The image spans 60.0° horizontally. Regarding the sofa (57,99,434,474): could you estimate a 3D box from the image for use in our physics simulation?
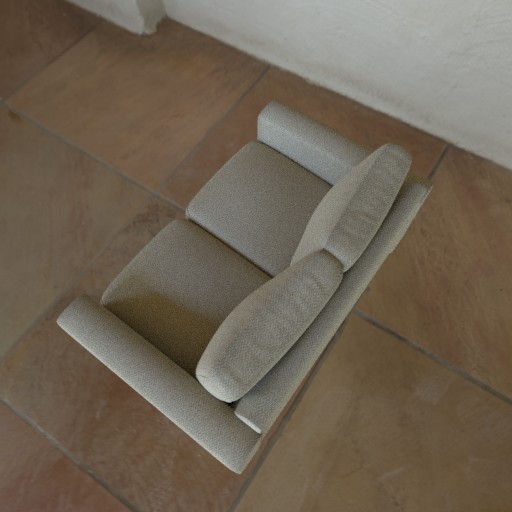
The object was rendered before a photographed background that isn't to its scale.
[{"bbox_3d":[0.000,0.000,2.146,1.016,0.873,1.616,34,68,16],"label":"sofa"}]
